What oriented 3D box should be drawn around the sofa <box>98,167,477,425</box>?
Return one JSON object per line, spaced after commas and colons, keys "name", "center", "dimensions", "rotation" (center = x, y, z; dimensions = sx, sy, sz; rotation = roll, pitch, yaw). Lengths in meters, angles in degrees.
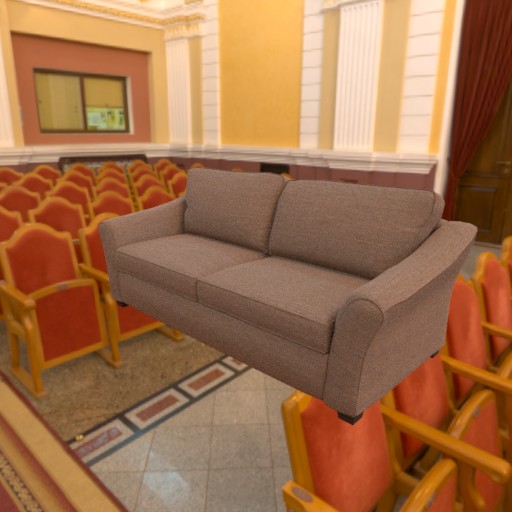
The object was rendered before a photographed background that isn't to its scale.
{"name": "sofa", "center": [0.000, 0.000, 2.757], "dimensions": [2.270, 0.965, 0.980], "rotation": [15, 22, 41]}
